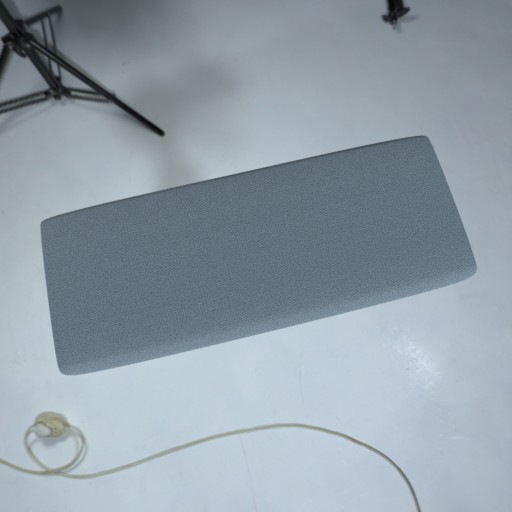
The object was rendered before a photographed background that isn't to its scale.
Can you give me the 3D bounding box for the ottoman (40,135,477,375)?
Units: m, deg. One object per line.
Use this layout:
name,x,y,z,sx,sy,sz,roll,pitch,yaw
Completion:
ottoman,0.000,0.000,1.865,1.609,0.393,0.646,-13,76,-3
